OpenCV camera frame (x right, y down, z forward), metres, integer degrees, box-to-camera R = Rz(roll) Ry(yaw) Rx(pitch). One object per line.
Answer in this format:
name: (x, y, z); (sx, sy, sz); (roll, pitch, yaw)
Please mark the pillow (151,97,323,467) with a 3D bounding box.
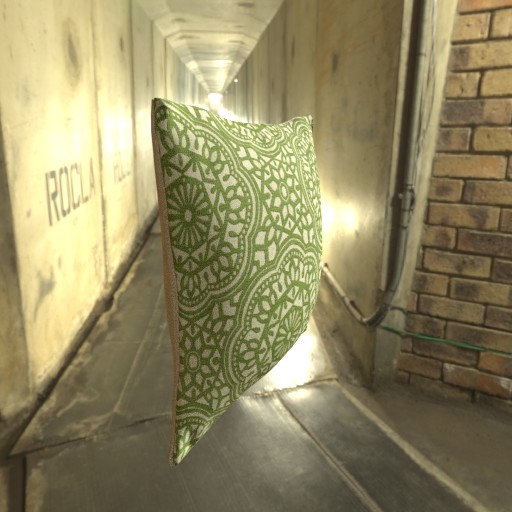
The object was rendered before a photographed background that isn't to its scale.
pillow: (0.000, 0.000, 0.661); (0.162, 0.419, 0.440); (8, 17, 26)
